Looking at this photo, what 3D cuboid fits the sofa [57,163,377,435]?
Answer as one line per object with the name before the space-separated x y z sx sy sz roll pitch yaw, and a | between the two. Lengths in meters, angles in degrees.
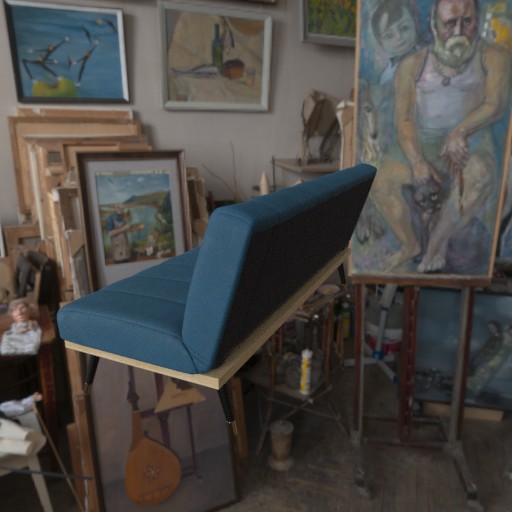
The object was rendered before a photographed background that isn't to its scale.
sofa | 0.000 0.000 2.249 0.830 0.825 1.810 7 18 24
